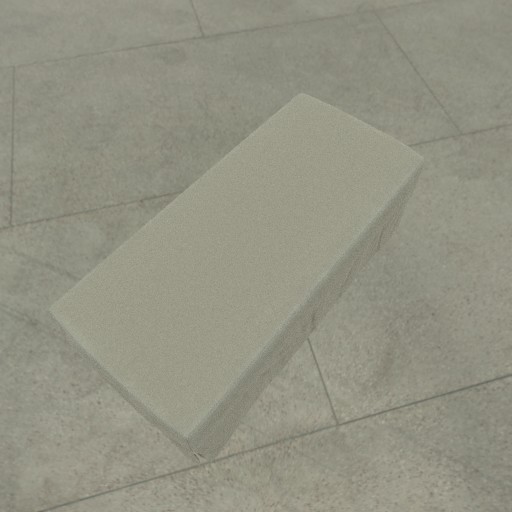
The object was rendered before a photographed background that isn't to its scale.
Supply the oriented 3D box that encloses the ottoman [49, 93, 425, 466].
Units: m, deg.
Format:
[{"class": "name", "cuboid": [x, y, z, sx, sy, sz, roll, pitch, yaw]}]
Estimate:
[{"class": "ottoman", "cuboid": [0.000, 0.000, 1.727, 0.665, 0.457, 1.388, 35, 65, 19]}]
